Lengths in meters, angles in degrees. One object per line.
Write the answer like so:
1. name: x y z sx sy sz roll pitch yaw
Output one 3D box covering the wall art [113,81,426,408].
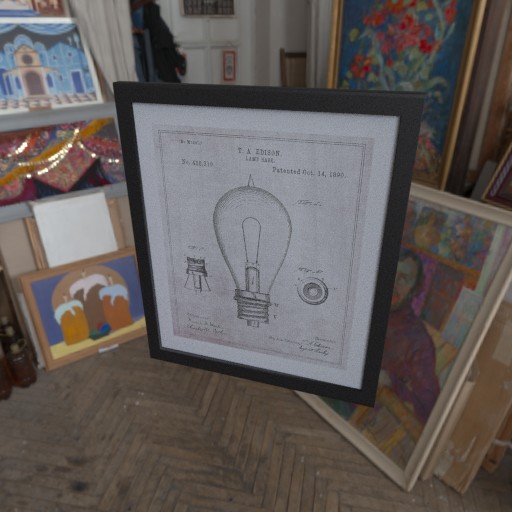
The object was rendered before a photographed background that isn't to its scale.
1. wall art: 0.000 0.000 0.709 0.430 0.509 0.021 8 28 16
